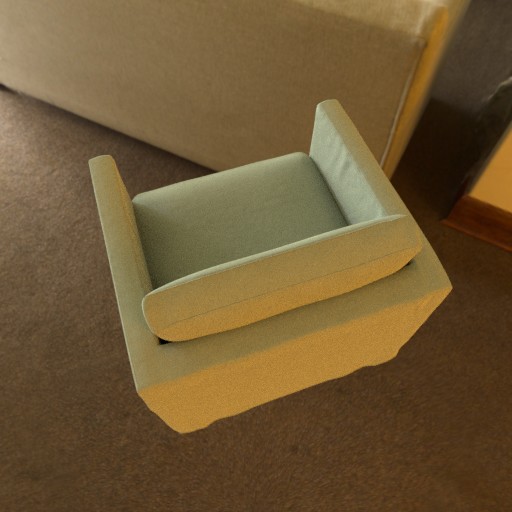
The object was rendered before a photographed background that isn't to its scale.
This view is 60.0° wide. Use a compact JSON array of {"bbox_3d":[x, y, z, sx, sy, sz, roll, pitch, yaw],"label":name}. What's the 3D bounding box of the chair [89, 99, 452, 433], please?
[{"bbox_3d":[0.000,0.000,1.759,1.057,0.863,0.949,-17,61,-10],"label":"chair"}]
